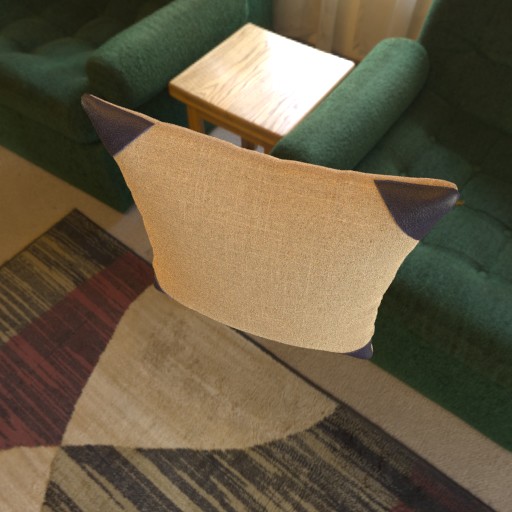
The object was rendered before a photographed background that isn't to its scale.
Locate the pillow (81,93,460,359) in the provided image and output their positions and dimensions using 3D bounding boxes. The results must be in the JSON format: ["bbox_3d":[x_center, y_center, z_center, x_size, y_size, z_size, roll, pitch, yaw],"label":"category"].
[{"bbox_3d":[0.000,0.000,0.656,0.440,0.441,0.147,16,58,11],"label":"pillow"}]
